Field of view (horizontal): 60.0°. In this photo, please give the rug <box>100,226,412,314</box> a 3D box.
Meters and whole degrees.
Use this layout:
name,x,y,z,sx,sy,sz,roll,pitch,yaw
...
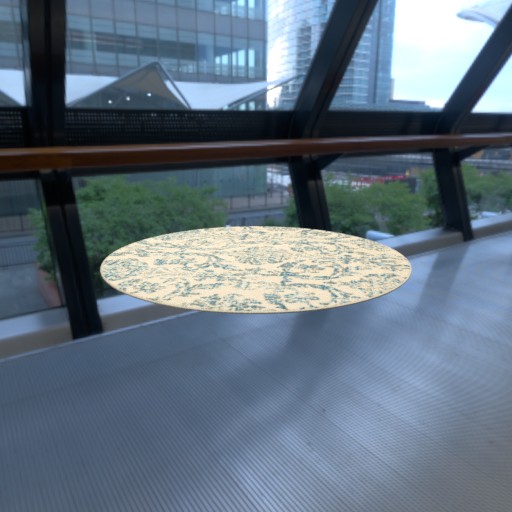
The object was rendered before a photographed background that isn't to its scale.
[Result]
name,x,y,z,sx,sy,sz,roll,pitch,yaw
rug,0.000,0.000,2.392,1.593,0.012,1.593,0,15,0
